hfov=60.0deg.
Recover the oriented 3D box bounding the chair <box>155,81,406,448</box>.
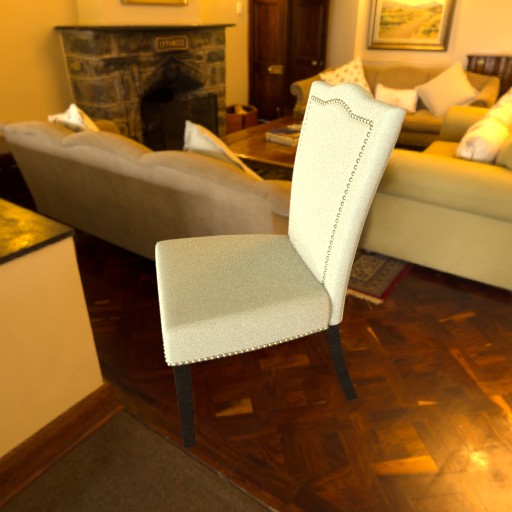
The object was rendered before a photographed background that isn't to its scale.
[{"bbox_3d":[0.000,0.000,1.313,0.589,0.946,0.518,-7,29,-12],"label":"chair"}]
